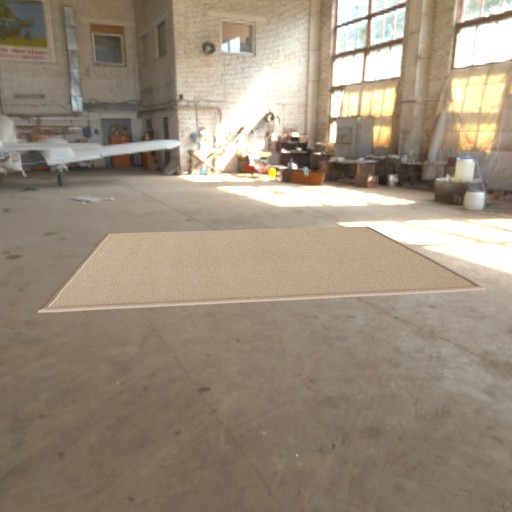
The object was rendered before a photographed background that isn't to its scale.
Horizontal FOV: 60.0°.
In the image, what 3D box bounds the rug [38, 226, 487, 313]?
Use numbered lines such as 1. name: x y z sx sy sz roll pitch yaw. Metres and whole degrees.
1. rug: 0.000 0.000 2.737 2.081 0.020 1.525 -2 16 -8
